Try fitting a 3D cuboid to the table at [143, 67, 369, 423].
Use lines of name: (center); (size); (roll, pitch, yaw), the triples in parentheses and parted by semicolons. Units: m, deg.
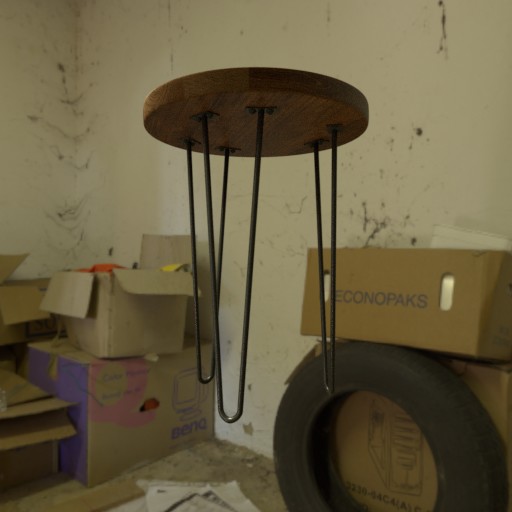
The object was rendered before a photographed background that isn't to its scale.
table: (0.000, 0.000, 0.808); (0.400, 0.520, 0.400); (0, 0, 0)
